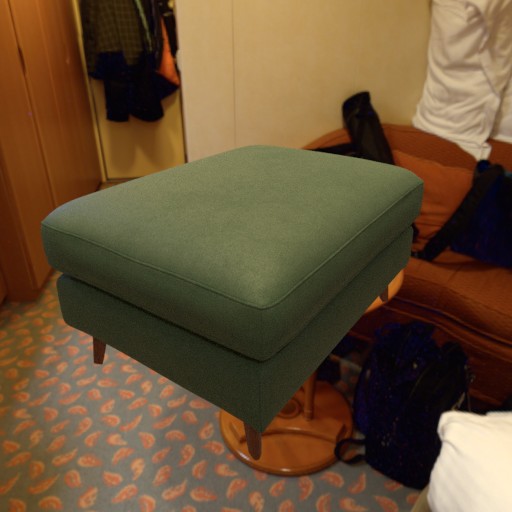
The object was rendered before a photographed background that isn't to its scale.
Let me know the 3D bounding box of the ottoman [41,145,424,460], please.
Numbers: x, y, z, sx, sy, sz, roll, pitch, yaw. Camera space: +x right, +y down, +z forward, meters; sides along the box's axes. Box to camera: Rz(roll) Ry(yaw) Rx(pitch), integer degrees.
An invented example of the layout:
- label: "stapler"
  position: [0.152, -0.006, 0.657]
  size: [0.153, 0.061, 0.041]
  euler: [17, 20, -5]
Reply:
- label: "ottoman"
  position: [0.000, 0.000, 1.134]
  size: [0.608, 0.449, 0.811]
  euler: [17, 31, 31]
